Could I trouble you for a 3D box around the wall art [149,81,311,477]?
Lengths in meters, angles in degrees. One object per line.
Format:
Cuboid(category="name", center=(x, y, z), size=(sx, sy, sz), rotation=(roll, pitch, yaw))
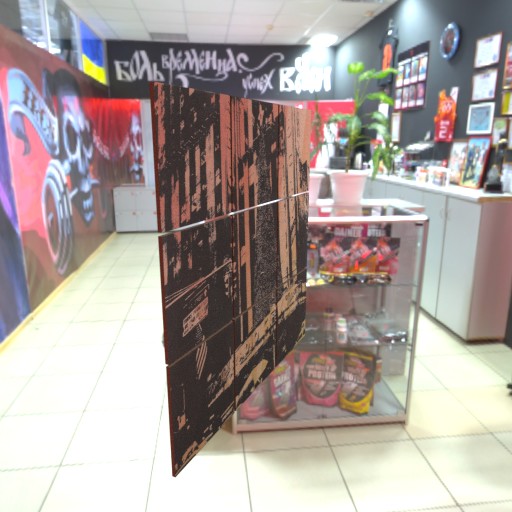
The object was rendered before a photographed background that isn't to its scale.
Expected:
Cuboid(category="wall art", center=(0.000, 0.000, 2.289), size=(0.017, 1.521, 1.527), rotation=(7, 16, 25))
